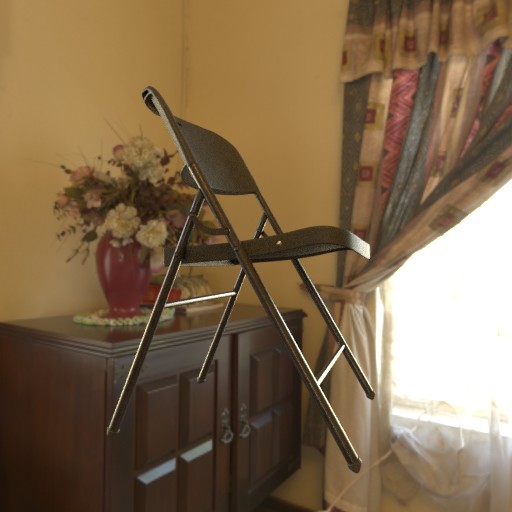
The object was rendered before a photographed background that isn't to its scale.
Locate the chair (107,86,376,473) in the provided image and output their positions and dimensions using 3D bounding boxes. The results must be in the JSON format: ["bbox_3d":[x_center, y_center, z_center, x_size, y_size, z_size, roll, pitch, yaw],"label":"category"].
[{"bbox_3d":[0.000,0.000,1.138,0.566,0.810,0.494,0,-1,18],"label":"chair"}]
